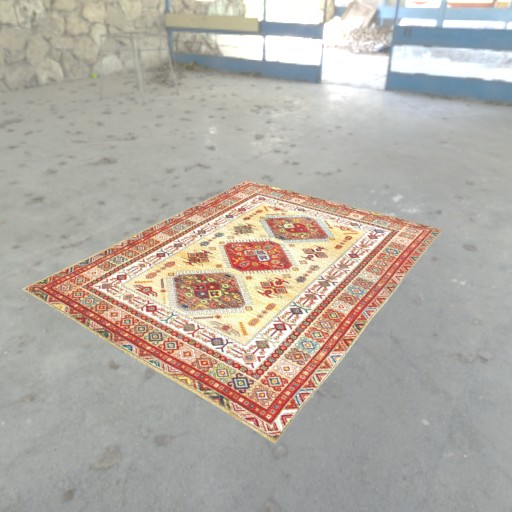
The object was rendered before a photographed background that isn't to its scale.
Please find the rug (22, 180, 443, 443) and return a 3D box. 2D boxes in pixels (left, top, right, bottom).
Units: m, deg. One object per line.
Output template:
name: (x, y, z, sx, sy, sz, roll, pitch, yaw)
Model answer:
rug: (0.000, 0.000, 4.027, 2.460, 0.005, 3.067, 20, 36, 30)
